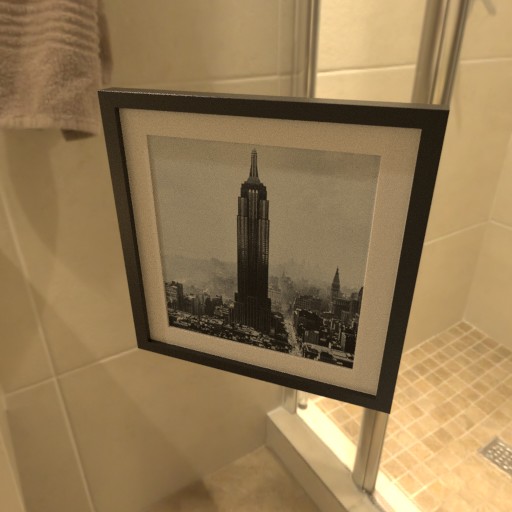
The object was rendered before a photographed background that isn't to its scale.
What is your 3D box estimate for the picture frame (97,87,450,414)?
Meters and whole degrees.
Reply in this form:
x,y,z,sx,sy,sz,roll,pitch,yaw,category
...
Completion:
x,y,z,sx,sy,sz,roll,pitch,yaw,category
0.000,0.000,0.518,0.355,0.353,0.029,10,29,18,picture frame
